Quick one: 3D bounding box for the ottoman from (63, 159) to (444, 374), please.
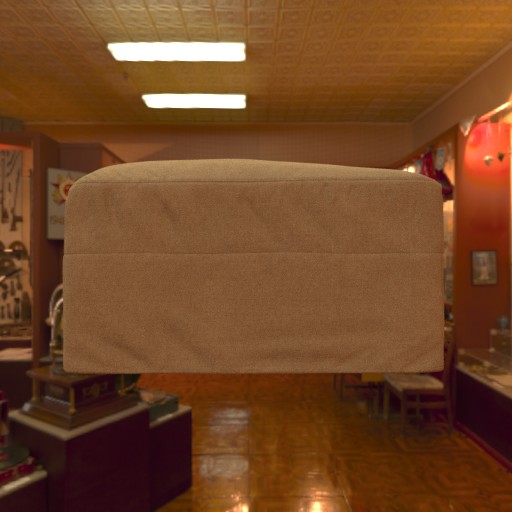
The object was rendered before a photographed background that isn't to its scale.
[{"bbox_3d":[0.000,0.000,1.229,0.837,0.481,0.683,0,0,1],"label":"ottoman"}]
